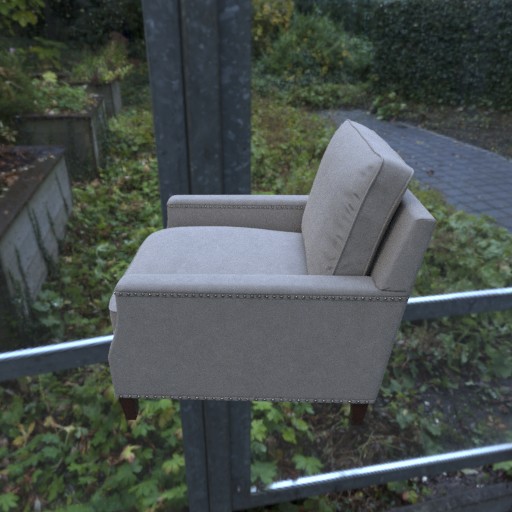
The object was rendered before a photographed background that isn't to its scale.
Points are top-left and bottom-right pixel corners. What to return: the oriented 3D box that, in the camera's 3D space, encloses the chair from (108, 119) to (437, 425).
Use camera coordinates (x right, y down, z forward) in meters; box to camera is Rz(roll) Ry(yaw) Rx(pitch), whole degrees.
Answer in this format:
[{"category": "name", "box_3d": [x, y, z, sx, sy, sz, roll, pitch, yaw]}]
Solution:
[{"category": "chair", "box_3d": [0.000, 0.000, 1.736, 1.014, 0.943, 0.853, 1, 27, 2]}]
